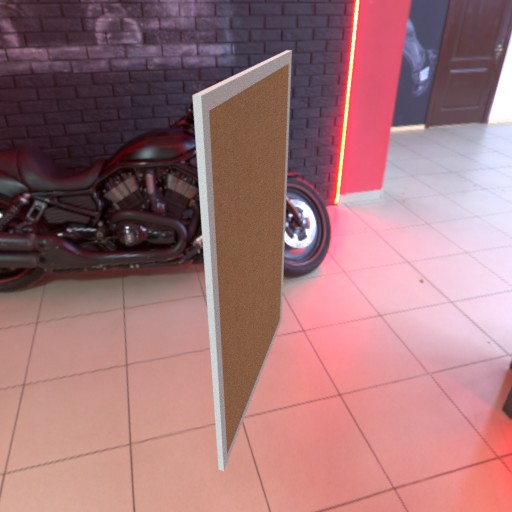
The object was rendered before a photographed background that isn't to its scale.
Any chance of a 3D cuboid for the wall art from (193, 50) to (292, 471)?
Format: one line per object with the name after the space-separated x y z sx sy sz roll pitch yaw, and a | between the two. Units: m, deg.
0.000 0.000 1.218 0.015 0.965 0.660 9 32 14 | wall art
